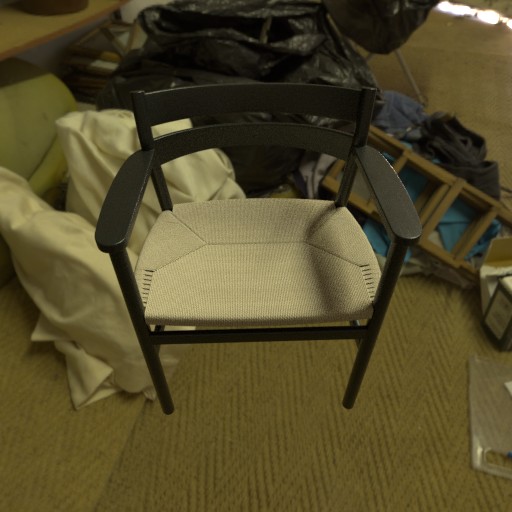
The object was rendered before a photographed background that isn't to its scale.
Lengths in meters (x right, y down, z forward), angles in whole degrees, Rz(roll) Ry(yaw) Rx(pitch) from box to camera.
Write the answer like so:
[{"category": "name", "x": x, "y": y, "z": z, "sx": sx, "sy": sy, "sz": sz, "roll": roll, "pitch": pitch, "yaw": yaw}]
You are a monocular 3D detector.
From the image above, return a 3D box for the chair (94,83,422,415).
[{"category": "chair", "x": 0.000, "y": 0.000, "z": 1.180, "sx": 0.630, "sy": 0.775, "sz": 0.508, "roll": -1, "pitch": 45, "yaw": -1}]
